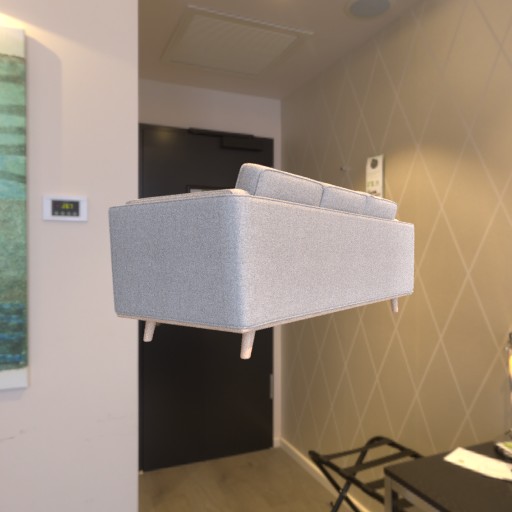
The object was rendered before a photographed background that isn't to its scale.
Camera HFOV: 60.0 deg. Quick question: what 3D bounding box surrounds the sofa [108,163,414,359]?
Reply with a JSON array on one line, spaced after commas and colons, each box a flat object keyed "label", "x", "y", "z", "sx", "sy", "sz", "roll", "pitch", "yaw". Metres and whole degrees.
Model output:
[{"label": "sofa", "x": 0.000, "y": 0.000, "z": 3.244, "sx": 1.604, "sy": 0.929, "sz": 2.411, "roll": 0, "pitch": 0, "yaw": 36}]
